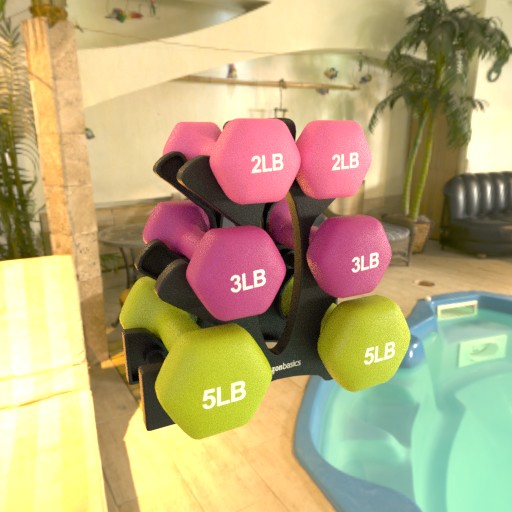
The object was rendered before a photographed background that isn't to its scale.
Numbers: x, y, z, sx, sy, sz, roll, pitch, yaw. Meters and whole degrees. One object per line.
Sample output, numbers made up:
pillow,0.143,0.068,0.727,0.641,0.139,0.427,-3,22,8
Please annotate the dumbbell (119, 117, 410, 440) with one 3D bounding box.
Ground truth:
dumbbell,0.000,0.000,0.442,0.257,0.261,0.203,-7,17,-25
